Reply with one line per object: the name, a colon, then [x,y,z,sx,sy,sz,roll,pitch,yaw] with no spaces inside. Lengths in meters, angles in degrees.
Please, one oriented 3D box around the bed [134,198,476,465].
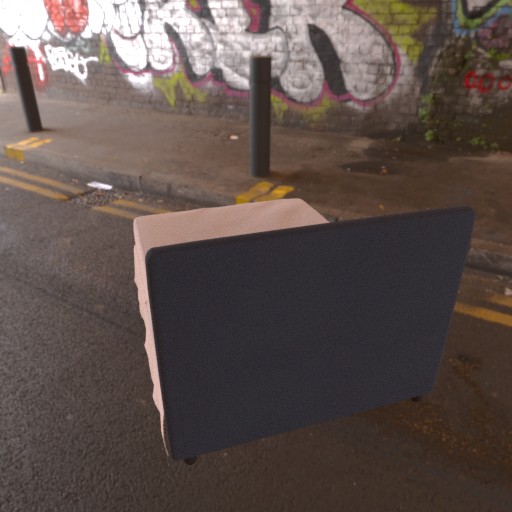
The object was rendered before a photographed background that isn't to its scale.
bed: [0.000,0.000,3.197,1.713,1.330,2.162,-9,29,-16]
